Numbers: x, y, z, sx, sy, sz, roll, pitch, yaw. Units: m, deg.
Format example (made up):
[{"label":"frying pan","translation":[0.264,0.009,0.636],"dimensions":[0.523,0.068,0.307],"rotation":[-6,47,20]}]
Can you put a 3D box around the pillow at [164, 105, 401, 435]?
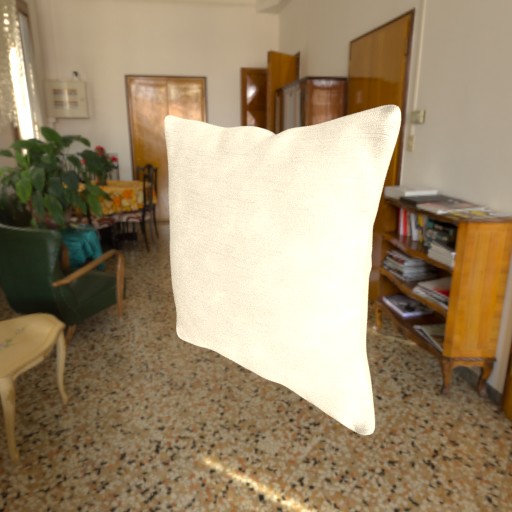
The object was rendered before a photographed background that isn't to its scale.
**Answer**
[{"label":"pillow","translation":[0.000,0.000,0.674],"dimensions":[0.437,0.420,0.162],"rotation":[15,21,43]}]
